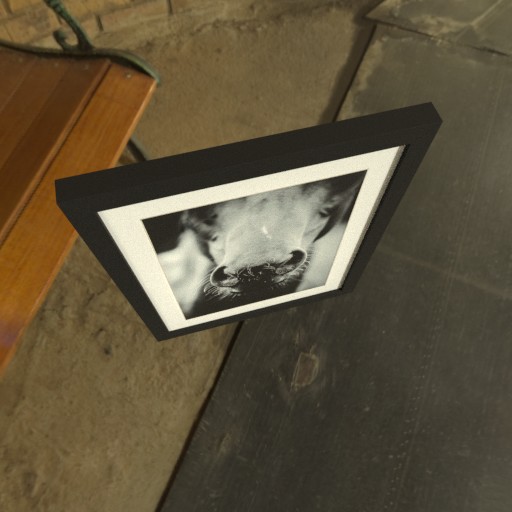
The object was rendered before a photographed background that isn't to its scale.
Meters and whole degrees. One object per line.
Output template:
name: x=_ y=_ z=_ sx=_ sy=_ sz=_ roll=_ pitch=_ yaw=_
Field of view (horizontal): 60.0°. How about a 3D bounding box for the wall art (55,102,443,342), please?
wall art: x=0.000 y=0.000 z=0.764 sx=0.457 sy=0.559 sz=0.033 roll=-13 pitch=65 yaw=-7
